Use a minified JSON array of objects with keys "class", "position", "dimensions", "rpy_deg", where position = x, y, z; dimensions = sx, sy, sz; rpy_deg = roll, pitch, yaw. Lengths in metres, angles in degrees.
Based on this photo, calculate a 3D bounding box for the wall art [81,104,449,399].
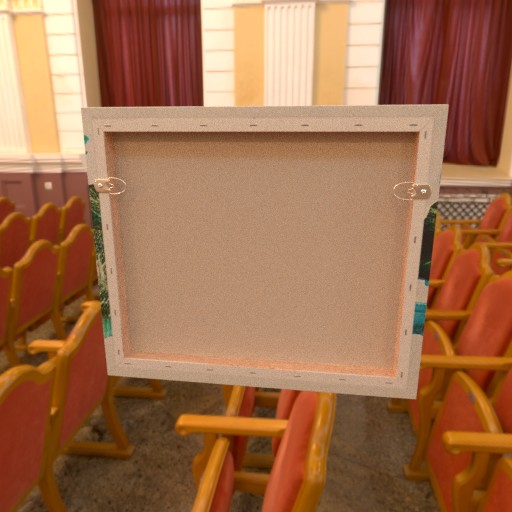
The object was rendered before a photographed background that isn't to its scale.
[{"class":"wall art","position":[0.000,0.000,0.680],"dimensions":[0.507,0.435,0.041],"rpy_deg":[2,16,8]}]
